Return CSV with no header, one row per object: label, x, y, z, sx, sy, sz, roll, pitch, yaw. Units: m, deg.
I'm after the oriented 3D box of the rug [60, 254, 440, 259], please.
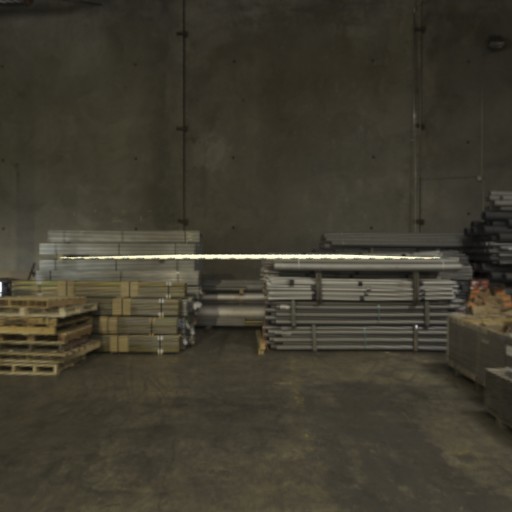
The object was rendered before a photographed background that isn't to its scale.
rug,0.000,0.000,2.982,1.539,0.011,2.410,0,0,2
